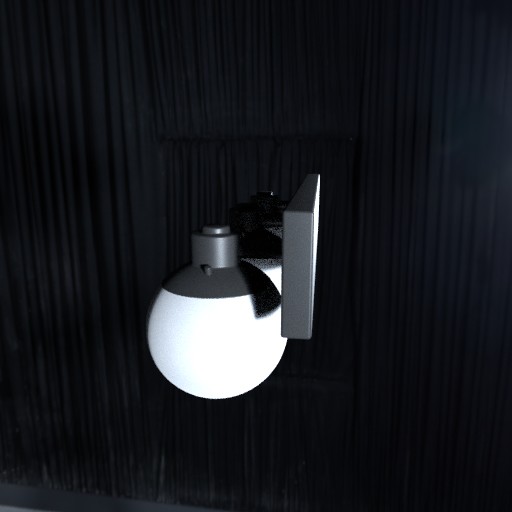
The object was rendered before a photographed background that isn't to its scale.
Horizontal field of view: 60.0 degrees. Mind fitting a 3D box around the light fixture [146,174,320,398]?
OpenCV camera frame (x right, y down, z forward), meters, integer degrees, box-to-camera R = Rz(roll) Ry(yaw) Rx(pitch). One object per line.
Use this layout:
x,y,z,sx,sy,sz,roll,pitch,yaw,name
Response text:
0.000,0.000,0.814,0.218,0.263,0.721,2,13,8,light fixture
